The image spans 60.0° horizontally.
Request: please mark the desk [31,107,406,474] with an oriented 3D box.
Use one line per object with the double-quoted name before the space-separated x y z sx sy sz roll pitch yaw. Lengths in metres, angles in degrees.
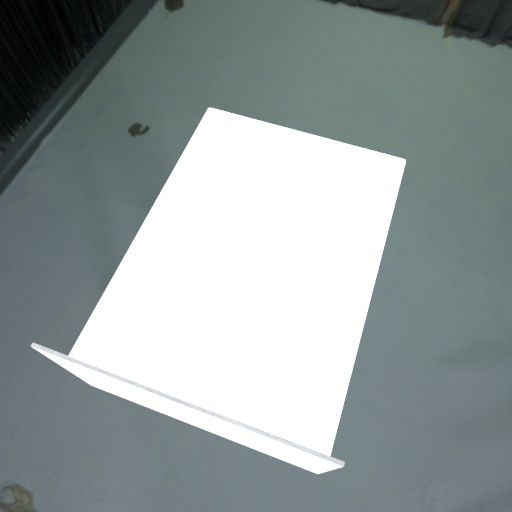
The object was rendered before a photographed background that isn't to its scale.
"desk" 0.000 0.000 2.588 1.400 0.800 1.900 18 63 9
